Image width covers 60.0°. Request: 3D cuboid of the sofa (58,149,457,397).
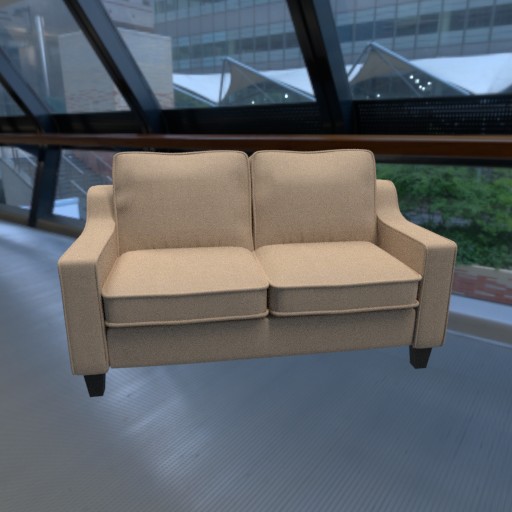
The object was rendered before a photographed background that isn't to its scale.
[{"bbox_3d":[0.000,0.000,3.455,2.587,1.562,1.351,-3,17,-8],"label":"sofa"}]
